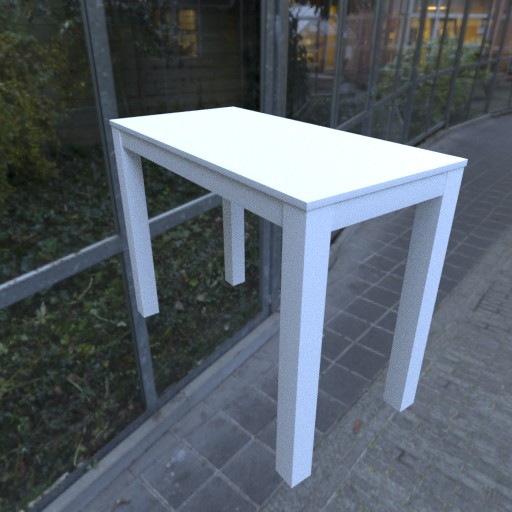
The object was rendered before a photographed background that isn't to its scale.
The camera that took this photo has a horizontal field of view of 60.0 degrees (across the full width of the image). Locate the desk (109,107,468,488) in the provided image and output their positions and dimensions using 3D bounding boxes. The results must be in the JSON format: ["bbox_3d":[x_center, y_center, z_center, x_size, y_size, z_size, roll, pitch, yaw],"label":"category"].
[{"bbox_3d":[0.000,0.000,1.428,0.497,0.762,0.990,-18,32,-31],"label":"desk"}]
